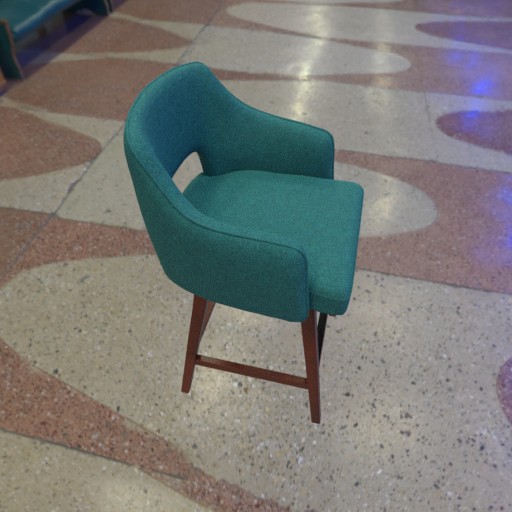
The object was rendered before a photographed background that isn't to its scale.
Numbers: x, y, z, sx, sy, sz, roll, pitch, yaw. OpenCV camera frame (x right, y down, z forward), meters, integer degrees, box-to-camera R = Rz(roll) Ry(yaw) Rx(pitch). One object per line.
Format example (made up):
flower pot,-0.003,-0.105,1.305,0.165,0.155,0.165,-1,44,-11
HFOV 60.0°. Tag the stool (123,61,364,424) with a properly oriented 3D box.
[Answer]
stool,0.000,0.000,1.308,0.556,0.961,0.548,10,46,10
